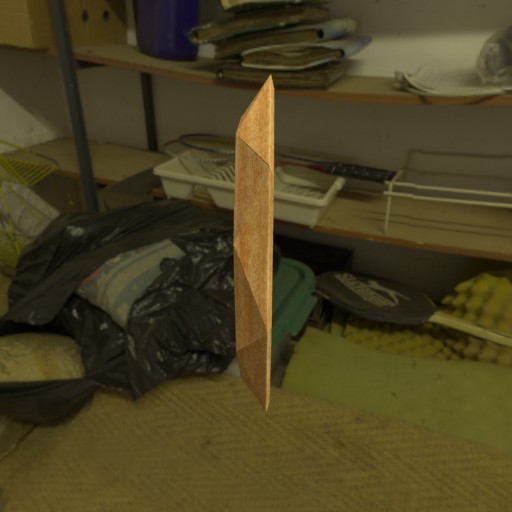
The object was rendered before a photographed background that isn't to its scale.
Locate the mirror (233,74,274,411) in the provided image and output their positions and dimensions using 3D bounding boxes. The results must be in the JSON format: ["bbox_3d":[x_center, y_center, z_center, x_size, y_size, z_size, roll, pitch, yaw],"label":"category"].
[{"bbox_3d":[0.000,0.000,1.016,0.070,0.774,0.577,1,27,1],"label":"mirror"}]
